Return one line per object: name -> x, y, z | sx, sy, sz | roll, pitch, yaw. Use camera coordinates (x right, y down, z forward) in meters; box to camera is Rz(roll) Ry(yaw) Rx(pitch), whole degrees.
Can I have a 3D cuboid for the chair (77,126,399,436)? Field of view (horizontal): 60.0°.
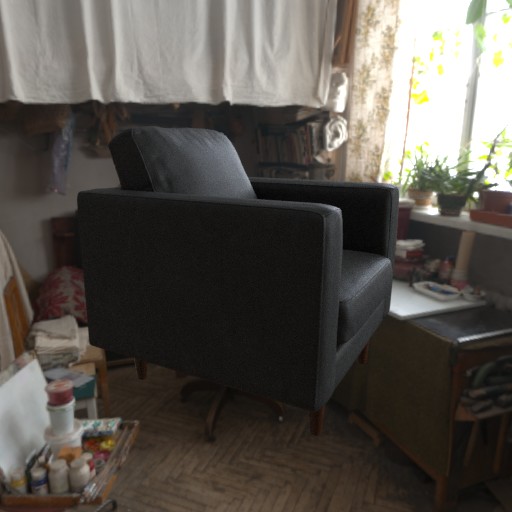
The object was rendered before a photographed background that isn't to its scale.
chair -> 0.000, 0.000, 1.594 | 0.879, 0.898, 0.831 | 7, 16, 27
